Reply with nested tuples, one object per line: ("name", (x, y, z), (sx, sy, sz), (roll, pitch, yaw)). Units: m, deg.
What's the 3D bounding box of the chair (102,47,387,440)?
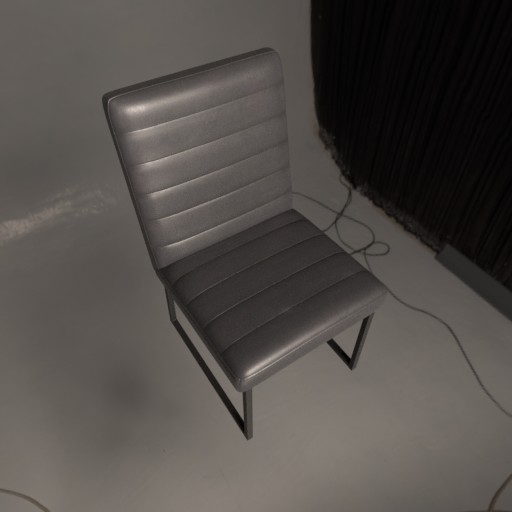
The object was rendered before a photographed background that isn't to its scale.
("chair", (0.000, 0.000, 1.330), (0.520, 0.930, 0.634), (-26, 53, -22))
